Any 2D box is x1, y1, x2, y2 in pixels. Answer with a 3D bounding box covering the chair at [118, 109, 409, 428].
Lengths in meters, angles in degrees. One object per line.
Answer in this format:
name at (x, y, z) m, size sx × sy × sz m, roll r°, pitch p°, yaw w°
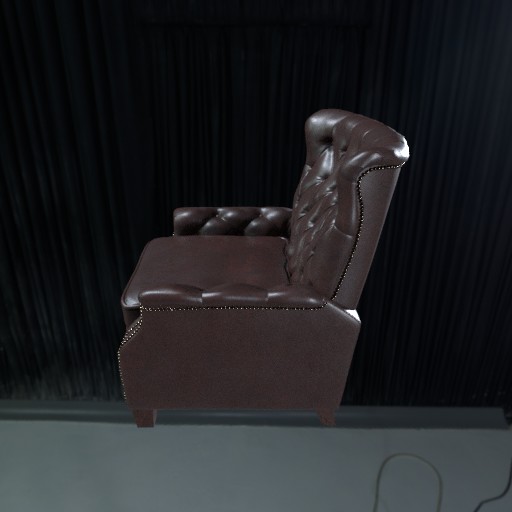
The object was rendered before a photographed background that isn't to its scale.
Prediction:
chair at (0.000, 0.000, 1.490) m, size 0.823 × 0.864 × 0.709 m, roll 0°, pitch 26°, yaw -1°
